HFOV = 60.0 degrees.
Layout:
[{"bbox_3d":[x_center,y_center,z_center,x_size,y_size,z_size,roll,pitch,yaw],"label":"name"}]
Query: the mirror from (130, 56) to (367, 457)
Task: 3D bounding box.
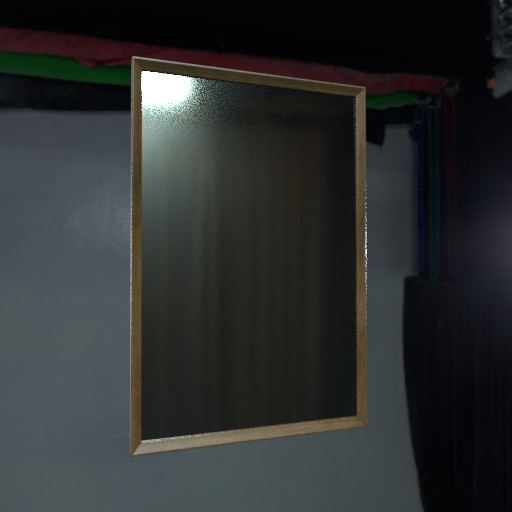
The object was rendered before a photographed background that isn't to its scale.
[{"bbox_3d":[0.000,0.000,1.121,0.609,0.915,0.041,0,-1,-17],"label":"mirror"}]
